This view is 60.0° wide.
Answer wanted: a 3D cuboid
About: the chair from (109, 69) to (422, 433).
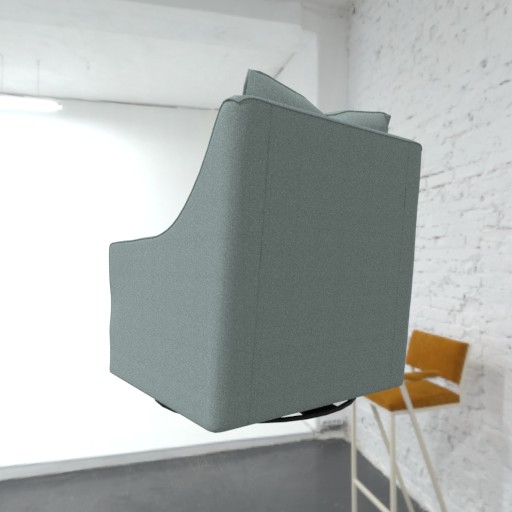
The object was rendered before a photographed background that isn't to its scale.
[{"bbox_3d":[0.000,0.000,1.557,0.760,0.926,0.870,1,-2,-36],"label":"chair"}]
